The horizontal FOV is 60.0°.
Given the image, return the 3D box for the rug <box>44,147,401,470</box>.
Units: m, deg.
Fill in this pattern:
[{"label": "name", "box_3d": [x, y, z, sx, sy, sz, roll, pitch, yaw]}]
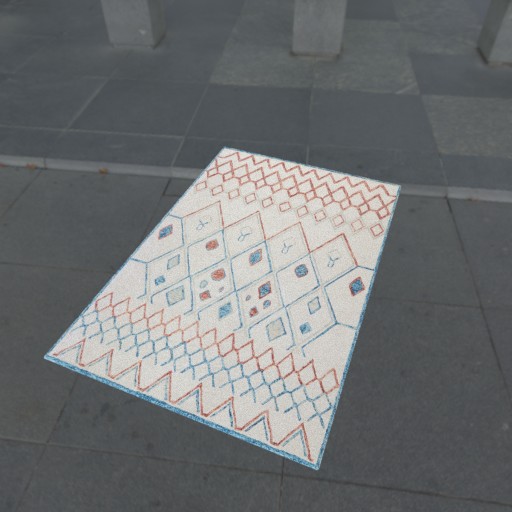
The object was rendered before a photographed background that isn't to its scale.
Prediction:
[{"label": "rug", "box_3d": [0.000, 0.000, 2.333, 1.219, 0.016, 1.829, 16, 47, 15]}]
